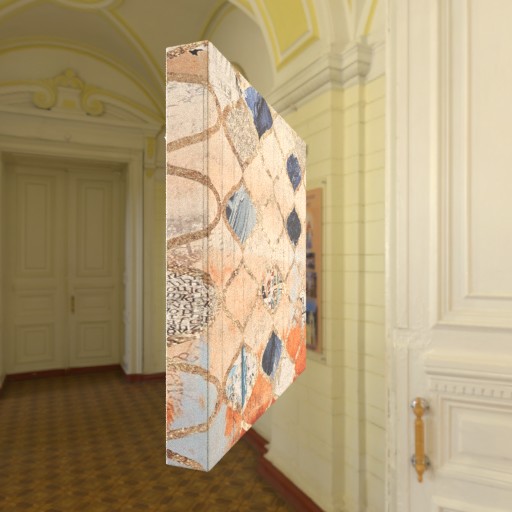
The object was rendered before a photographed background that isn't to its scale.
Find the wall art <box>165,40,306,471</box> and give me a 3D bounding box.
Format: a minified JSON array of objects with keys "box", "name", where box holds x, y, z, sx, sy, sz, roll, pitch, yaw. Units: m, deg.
[{"box":[0.000,0.000,0.458,0.036,0.304,0.303,0,0,19],"name":"wall art"}]
